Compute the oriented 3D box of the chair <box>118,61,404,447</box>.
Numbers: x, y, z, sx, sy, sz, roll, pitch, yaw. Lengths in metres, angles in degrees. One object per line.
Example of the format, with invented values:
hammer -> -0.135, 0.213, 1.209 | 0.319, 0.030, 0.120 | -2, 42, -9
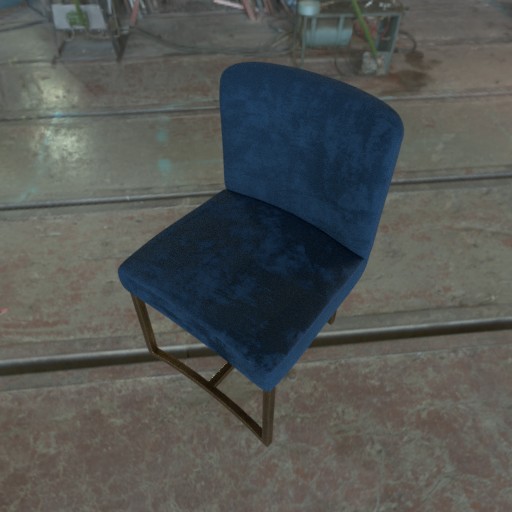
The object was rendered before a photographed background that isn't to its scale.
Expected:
chair -> 0.000, 0.000, 1.208 | 0.530, 0.824, 0.560 | 30, 53, 26
